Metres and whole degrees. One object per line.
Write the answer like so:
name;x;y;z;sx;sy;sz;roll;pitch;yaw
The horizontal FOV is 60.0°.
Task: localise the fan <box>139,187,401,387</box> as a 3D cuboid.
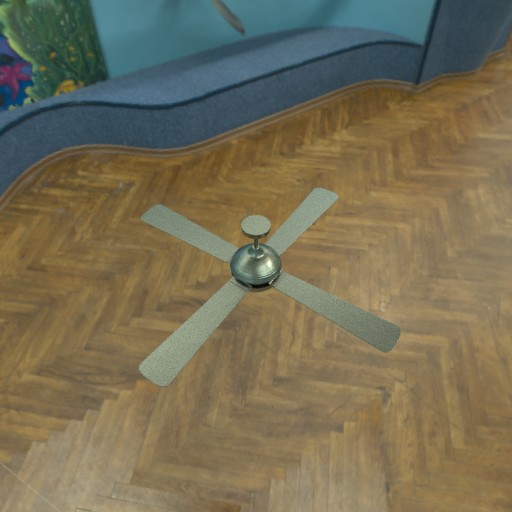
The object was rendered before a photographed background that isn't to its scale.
fan;0.000;0.000;1.990;1.321;0.381;1.321;-26;52;-23
